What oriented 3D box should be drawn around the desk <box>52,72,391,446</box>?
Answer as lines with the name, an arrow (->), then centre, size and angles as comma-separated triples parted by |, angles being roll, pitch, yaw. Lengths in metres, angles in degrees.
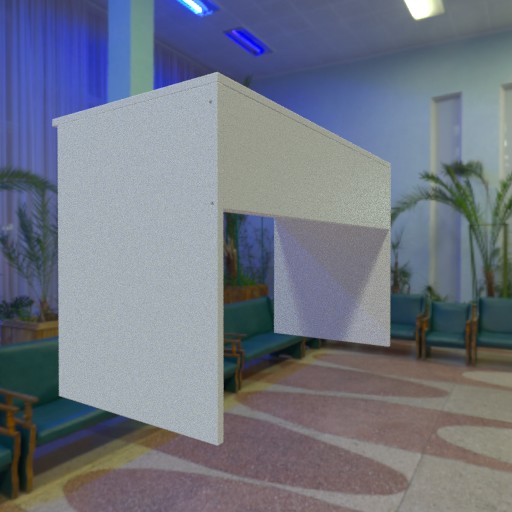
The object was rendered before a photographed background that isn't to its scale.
desk -> 0.000, 0.000, 1.477 | 0.560, 0.730, 1.100 | 0, 1, 34
